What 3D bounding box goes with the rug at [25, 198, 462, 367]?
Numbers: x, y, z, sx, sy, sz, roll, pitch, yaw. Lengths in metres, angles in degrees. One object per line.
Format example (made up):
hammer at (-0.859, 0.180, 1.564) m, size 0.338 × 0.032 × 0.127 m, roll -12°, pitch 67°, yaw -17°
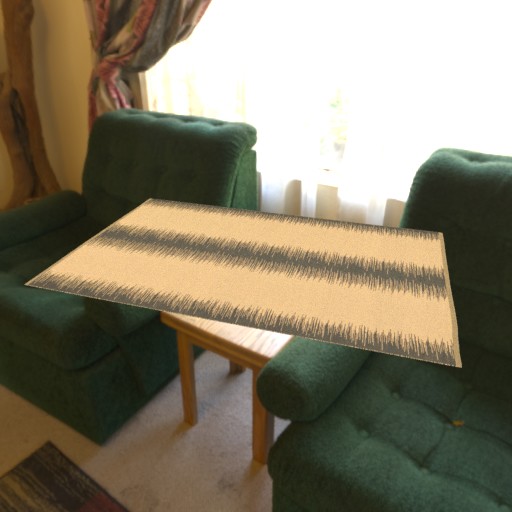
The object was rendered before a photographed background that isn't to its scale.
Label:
rug at (0.000, 0.000, 2.984) m, size 2.453 × 0.003 × 1.519 m, roll 8°, pitch 29°, yaw 15°
